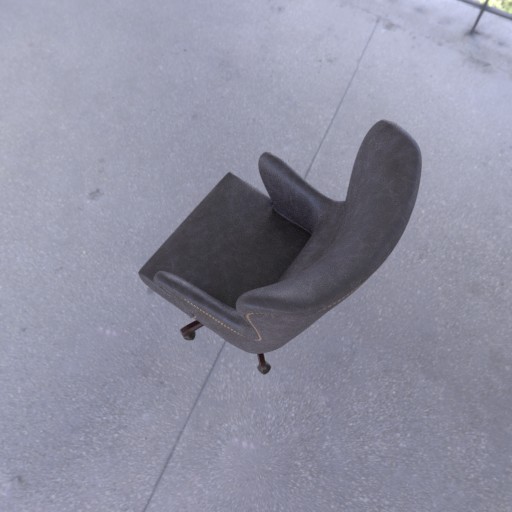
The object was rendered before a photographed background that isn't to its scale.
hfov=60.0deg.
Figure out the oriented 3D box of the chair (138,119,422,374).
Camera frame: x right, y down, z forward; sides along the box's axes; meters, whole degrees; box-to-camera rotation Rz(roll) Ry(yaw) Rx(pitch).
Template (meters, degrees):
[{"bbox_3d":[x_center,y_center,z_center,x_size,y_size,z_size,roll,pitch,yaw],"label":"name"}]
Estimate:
[{"bbox_3d":[0.000,0.000,1.457,0.717,1.037,0.594,33,69,14],"label":"chair"}]
